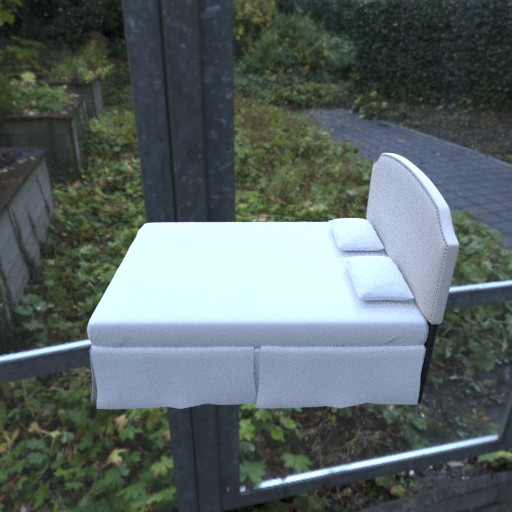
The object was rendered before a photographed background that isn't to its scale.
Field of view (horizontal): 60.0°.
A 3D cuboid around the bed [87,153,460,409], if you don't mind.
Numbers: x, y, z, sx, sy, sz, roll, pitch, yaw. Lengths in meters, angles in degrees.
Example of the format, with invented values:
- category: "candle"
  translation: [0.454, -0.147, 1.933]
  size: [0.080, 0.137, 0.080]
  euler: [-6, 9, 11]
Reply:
- category: "bed"
  translation: [0.000, 0.000, 3.044]
  size: [1.999, 1.270, 1.558]
  euler: [0, 27, 0]
